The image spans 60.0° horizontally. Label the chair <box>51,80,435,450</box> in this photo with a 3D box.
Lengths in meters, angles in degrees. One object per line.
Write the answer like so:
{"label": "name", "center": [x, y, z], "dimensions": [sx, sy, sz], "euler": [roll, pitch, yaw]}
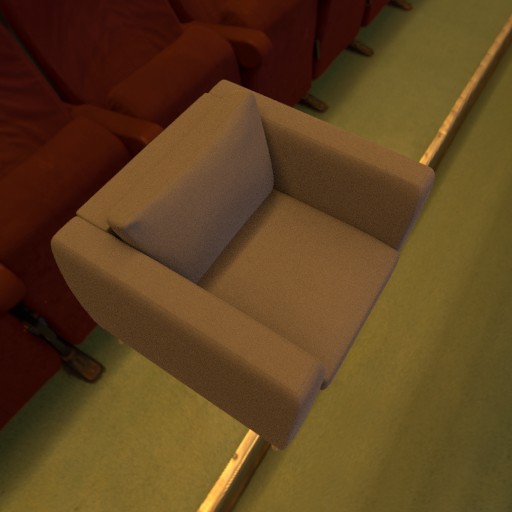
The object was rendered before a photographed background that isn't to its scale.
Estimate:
{"label": "chair", "center": [0.000, 0.000, 1.679], "dimensions": [0.930, 0.860, 1.000], "euler": [29, 62, 17]}
